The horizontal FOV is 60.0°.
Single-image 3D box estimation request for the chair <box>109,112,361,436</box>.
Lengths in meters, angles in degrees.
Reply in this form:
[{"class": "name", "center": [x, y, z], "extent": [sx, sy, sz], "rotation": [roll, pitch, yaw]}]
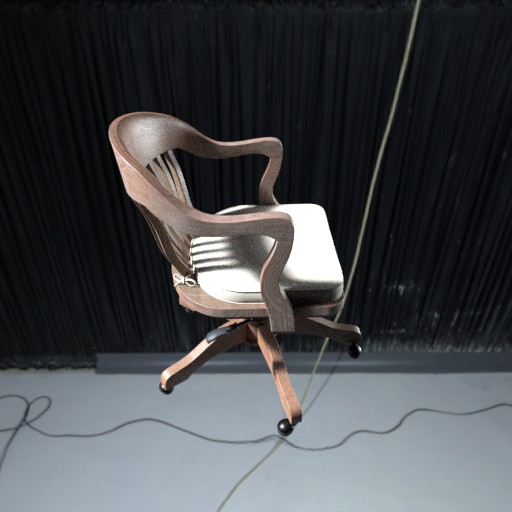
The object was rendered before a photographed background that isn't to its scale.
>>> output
[{"class": "chair", "center": [0.000, 0.000, 1.453], "extent": [0.788, 0.878, 0.750], "rotation": [0, 33, 0]}]
